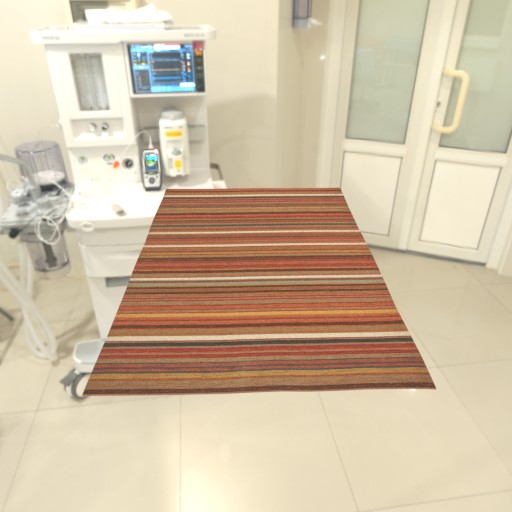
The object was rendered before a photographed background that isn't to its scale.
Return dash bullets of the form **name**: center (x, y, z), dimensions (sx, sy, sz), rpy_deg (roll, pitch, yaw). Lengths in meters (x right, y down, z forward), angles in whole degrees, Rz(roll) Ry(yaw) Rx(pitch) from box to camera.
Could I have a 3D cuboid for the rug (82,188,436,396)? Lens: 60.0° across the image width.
- **rug**: center (0.000, 0.000, 2.300), dimensions (1.217, 0.007, 1.828), rpy_deg (-1, 31, -1)
